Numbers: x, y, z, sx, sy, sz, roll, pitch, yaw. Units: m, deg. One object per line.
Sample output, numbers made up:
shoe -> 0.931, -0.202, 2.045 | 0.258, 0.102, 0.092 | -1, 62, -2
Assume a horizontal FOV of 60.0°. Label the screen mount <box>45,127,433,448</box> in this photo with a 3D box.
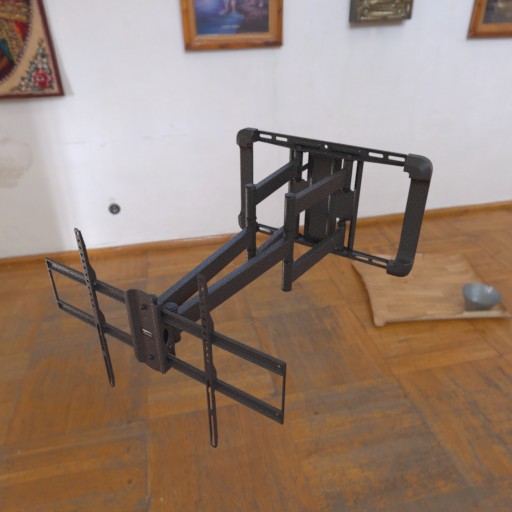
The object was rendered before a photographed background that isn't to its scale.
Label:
screen mount -> 0.000, 0.000, 1.318 | 0.725, 0.483, 0.905 | 18, 35, 28
